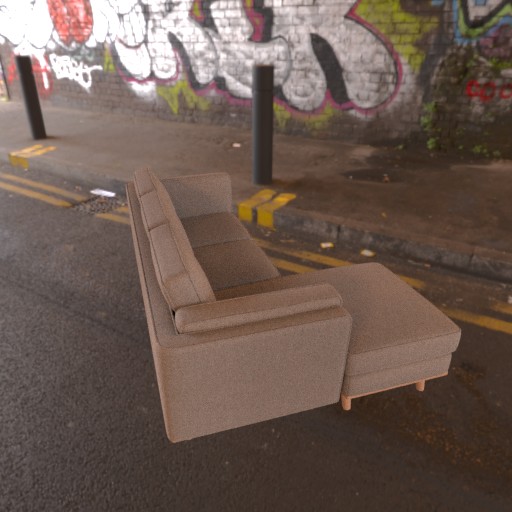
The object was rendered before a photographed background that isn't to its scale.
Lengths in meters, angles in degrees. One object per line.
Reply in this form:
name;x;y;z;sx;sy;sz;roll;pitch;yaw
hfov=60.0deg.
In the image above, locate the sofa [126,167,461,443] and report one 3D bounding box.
sofa;0.000;0.000;3.122;1.604;0.929;2.411;-8;28;-16
